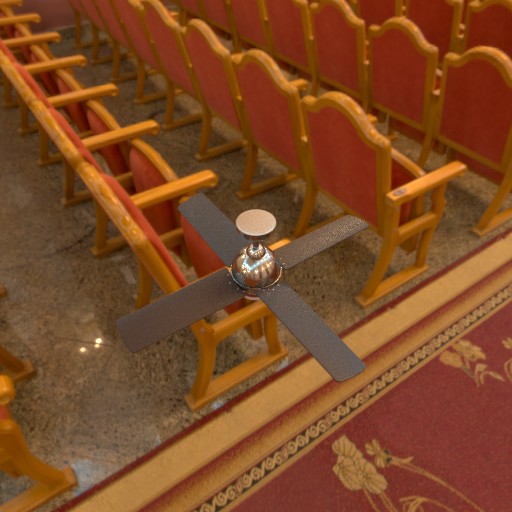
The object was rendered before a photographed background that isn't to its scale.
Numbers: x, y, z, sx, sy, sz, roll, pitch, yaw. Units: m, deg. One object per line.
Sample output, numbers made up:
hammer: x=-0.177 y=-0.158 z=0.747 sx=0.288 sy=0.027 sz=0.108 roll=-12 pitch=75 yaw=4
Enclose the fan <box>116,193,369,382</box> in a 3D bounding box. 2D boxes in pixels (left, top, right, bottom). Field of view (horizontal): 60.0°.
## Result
fan: x=0.000 y=0.000 z=2.009 sx=1.332 sy=0.403 sz=1.332 roll=-26 pitch=50 yaw=-24
